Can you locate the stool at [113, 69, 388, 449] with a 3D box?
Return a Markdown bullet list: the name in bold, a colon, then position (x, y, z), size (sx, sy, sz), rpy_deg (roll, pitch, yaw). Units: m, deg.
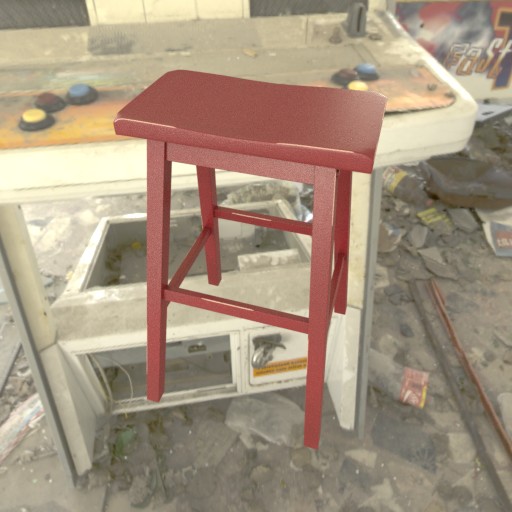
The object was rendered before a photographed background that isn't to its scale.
- **stool**: position (0.000, 0.000, 1.042), size (0.457, 0.737, 0.476), rpy_deg (12, 44, 12)
